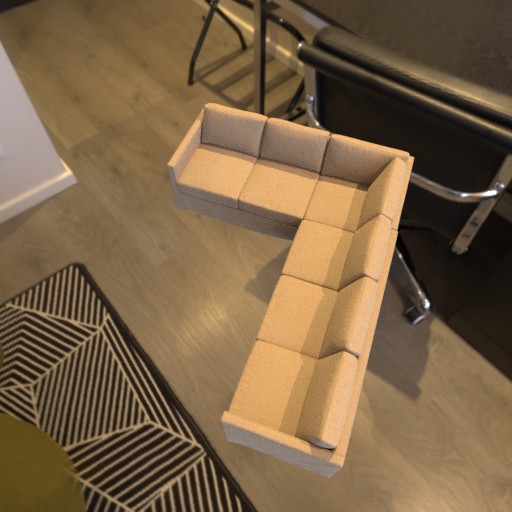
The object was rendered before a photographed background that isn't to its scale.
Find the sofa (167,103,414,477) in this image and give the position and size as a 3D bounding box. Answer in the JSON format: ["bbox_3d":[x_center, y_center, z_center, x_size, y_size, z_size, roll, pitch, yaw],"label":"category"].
[{"bbox_3d":[0.000,0.000,4.295,2.432,0.871,3.182,17,59,11],"label":"sofa"}]
